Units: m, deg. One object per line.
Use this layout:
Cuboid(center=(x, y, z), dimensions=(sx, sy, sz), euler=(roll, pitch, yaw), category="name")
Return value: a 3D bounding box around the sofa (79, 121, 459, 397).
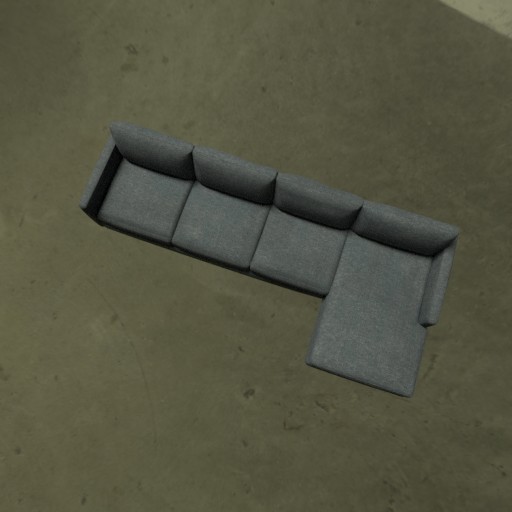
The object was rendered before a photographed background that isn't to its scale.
Cuboid(center=(0.000, 0.000, 3.562), dimensions=(2.932, 0.810, 1.350), euler=(18, 76, 5), category="sofa")
